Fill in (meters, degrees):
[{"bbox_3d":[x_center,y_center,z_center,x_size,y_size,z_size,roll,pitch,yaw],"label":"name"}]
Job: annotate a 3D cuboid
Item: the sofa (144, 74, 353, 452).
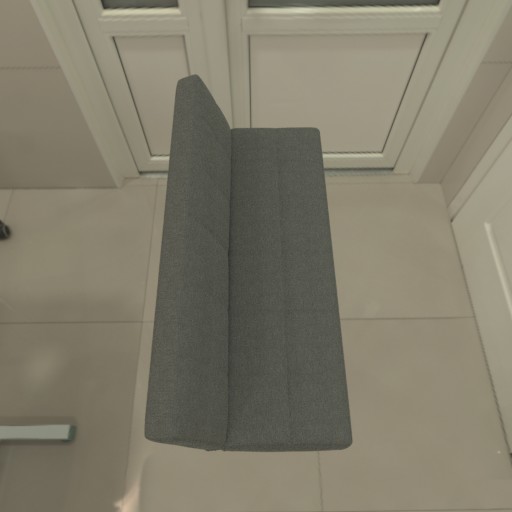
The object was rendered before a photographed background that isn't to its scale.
[{"bbox_3d":[0.000,0.000,2.261,0.820,0.770,1.820,-1,63,0],"label":"sofa"}]
